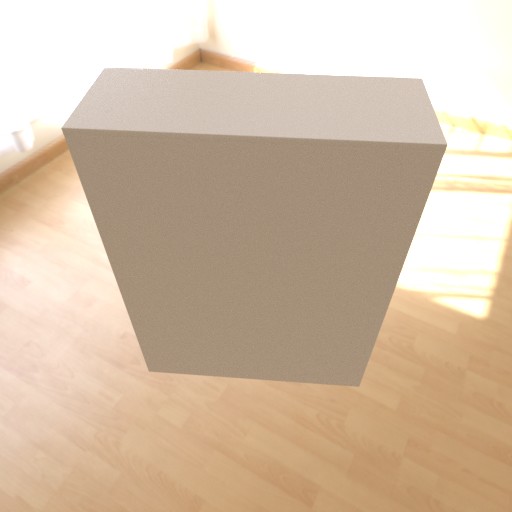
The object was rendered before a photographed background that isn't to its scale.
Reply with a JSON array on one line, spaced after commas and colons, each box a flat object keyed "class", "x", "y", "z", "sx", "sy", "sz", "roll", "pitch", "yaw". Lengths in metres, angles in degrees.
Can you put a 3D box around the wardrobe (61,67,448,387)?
[{"class": "wardrobe", "x": 0.000, "y": 0.000, "z": 1.589, "sx": 0.900, "sy": 1.200, "sz": 0.360, "roll": 3, "pitch": 47, "yaw": 3}]
